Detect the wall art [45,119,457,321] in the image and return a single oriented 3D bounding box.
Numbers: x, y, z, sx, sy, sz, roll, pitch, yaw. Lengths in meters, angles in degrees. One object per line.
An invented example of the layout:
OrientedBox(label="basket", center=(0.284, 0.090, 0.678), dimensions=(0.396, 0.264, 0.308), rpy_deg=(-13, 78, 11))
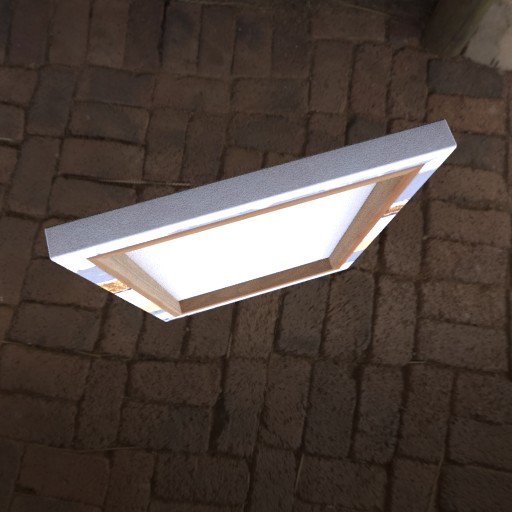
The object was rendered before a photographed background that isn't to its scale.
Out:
OrientedBox(label="wall art", center=(0.000, 0.000, 0.773), dimensions=(0.456, 0.609, 0.038), rpy_deg=(-16, 76, -4))
